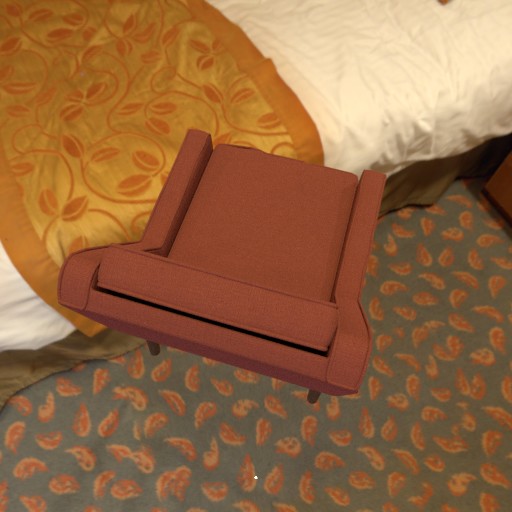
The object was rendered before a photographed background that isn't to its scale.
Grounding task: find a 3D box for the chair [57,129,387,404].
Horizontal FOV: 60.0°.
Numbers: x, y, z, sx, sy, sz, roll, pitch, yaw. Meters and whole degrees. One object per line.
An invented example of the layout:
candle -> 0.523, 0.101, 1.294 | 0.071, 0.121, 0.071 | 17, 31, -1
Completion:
chair -> 0.000, 0.000, 1.364 | 0.680, 0.812, 0.770 | 15, 64, 7
